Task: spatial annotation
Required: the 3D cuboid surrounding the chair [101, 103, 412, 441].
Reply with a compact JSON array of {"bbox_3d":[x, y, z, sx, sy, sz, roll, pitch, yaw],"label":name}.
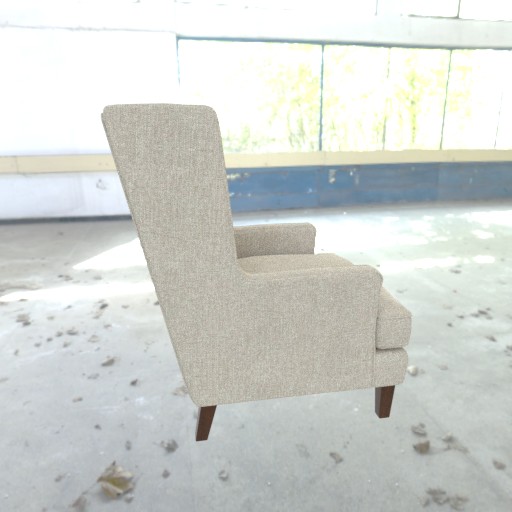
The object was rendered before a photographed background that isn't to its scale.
[{"bbox_3d":[0.000,0.000,1.710,0.948,1.082,0.764,-3,17,-10],"label":"chair"}]
